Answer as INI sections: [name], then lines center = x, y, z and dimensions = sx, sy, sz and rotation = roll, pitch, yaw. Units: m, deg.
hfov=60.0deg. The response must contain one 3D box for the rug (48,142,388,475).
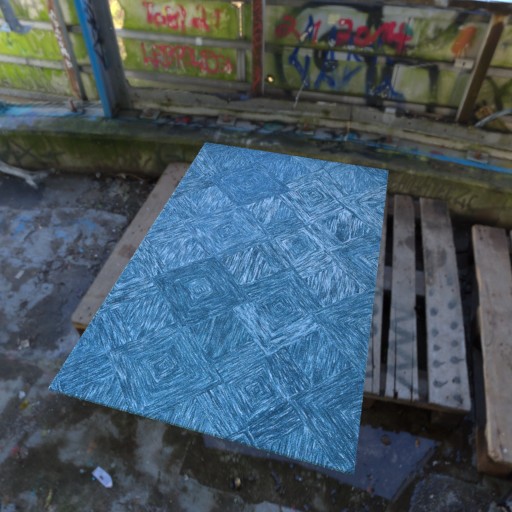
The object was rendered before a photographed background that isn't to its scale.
[rug]
center = 0.000, 0.000, 2.789
dimensions = 1.490, 0.015, 2.277
rotation = 11, 48, 10
